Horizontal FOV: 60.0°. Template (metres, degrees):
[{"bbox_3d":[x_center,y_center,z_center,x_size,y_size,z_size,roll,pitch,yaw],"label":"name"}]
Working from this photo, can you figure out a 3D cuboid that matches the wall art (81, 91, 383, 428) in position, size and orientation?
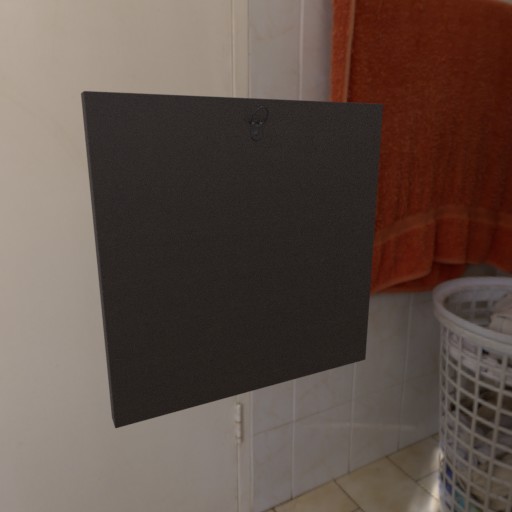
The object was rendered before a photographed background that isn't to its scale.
[{"bbox_3d":[0.000,0.000,0.520,0.349,0.349,0.038,-7,17,-26],"label":"wall art"}]
